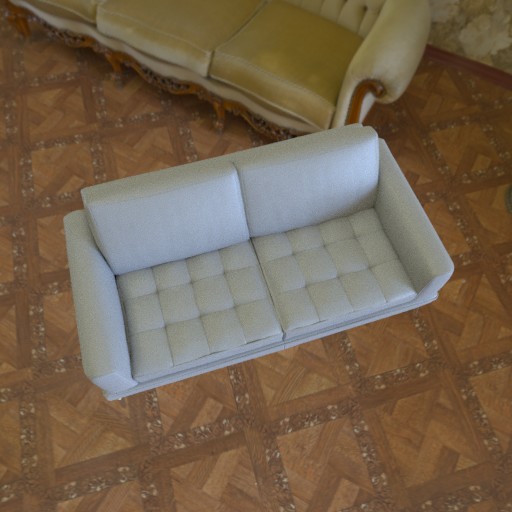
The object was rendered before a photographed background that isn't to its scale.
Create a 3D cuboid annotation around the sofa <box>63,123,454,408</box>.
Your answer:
[{"bbox_3d":[0.000,0.000,2.757,2.177,0.930,1.121,-15,64,-8],"label":"sofa"}]
